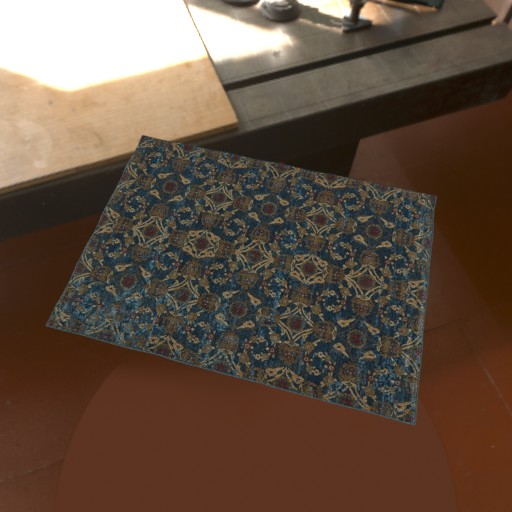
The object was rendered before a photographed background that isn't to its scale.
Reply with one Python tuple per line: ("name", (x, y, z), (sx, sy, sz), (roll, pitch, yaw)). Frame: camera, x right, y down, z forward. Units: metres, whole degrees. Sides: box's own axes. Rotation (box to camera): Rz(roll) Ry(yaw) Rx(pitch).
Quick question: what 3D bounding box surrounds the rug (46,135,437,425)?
("rug", (0.000, 0.000, 4.309), (3.291, 0.013, 2.337), (13, 63, 7))
